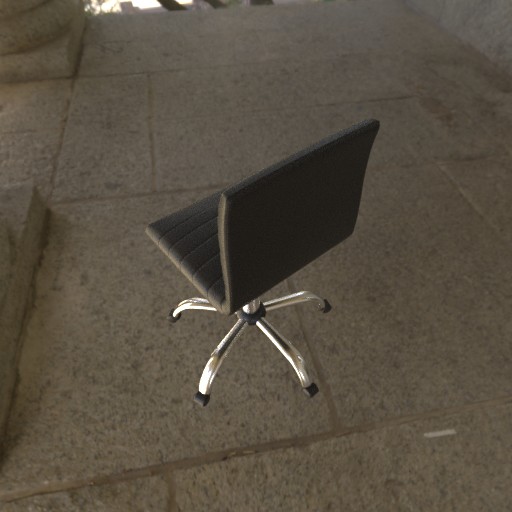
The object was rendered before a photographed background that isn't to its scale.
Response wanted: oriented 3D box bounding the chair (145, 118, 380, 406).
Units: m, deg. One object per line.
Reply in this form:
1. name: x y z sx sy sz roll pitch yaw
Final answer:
1. chair: 0.000 0.000 1.157 0.556 0.780 0.530 -31 54 -26
